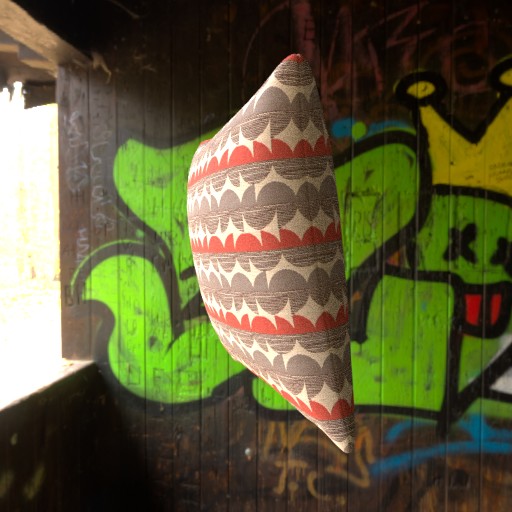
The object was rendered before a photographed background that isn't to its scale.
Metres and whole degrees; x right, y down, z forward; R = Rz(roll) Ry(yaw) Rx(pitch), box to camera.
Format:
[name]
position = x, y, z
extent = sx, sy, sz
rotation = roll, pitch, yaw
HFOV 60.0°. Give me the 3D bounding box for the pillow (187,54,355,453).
[pillow]
position = 0.000, 0.000, 0.633
extent = 0.180, 0.410, 0.420
rotation = -1, 2, -19
